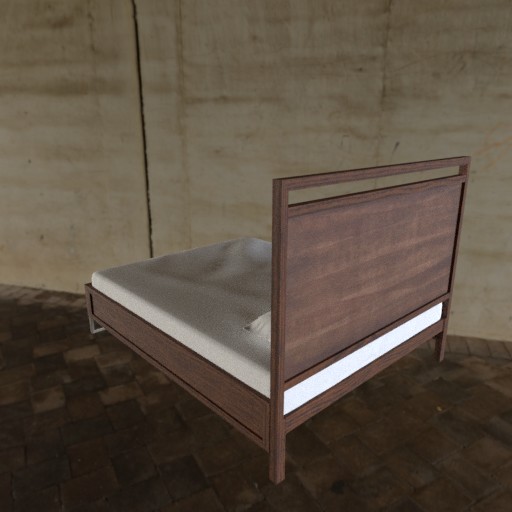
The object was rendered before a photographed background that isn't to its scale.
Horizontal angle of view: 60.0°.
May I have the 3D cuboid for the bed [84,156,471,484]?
[{"bbox_3d":[0.000,0.000,3.307,1.765,1.487,2.218,-15,23,-40],"label":"bed"}]
